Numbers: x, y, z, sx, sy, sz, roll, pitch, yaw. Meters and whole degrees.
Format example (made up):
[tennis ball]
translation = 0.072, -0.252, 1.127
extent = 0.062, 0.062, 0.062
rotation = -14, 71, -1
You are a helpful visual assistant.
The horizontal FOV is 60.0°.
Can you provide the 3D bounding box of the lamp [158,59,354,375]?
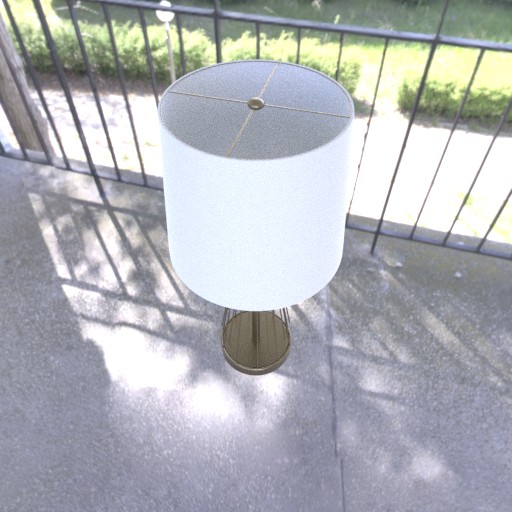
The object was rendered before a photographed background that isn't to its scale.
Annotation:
[lamp]
translation = 0.000, 0.000, 0.812
extent = 0.303, 0.618, 0.303
rotation = 0, 48, 0
